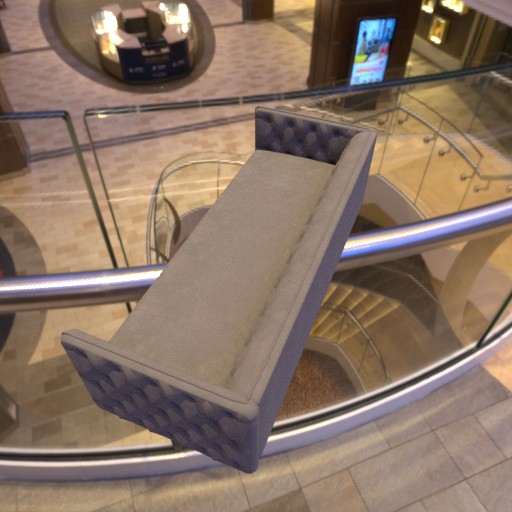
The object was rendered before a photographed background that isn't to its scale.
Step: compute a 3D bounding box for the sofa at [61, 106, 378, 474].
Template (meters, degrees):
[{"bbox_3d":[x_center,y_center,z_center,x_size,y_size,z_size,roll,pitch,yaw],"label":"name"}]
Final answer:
[{"bbox_3d":[0.000,0.000,2.658,0.895,0.771,2.209,17,48,16],"label":"sofa"}]
